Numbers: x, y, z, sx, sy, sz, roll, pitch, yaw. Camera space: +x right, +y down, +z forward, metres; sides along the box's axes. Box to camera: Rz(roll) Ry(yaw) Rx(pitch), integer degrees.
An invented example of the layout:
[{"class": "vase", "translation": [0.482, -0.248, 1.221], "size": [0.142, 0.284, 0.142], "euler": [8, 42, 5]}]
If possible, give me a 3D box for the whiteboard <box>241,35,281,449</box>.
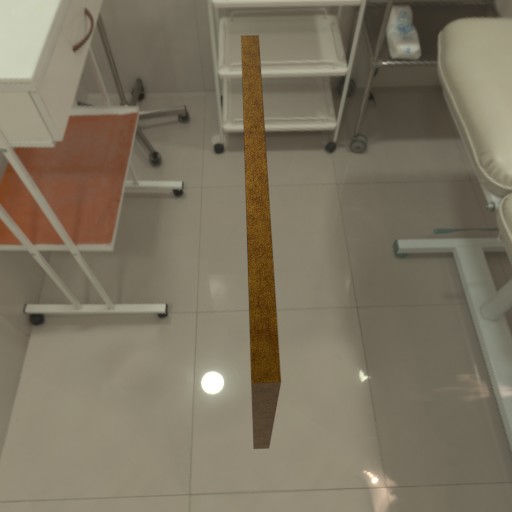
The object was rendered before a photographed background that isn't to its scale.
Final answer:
[{"class": "whiteboard", "translation": [0.000, 0.000, 0.771], "size": [0.029, 0.457, 0.561], "euler": [-2, 59, -1]}]
